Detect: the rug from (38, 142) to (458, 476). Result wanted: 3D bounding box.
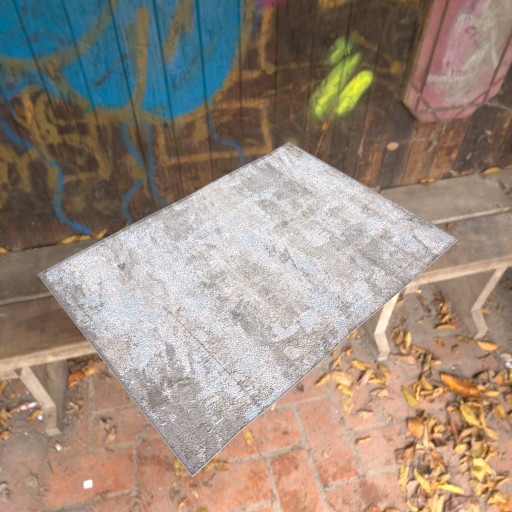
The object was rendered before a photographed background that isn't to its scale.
[{"bbox_3d":[0.000,0.000,4.274,3.307,0.013,2.393,-34,55,-28],"label":"rug"}]
